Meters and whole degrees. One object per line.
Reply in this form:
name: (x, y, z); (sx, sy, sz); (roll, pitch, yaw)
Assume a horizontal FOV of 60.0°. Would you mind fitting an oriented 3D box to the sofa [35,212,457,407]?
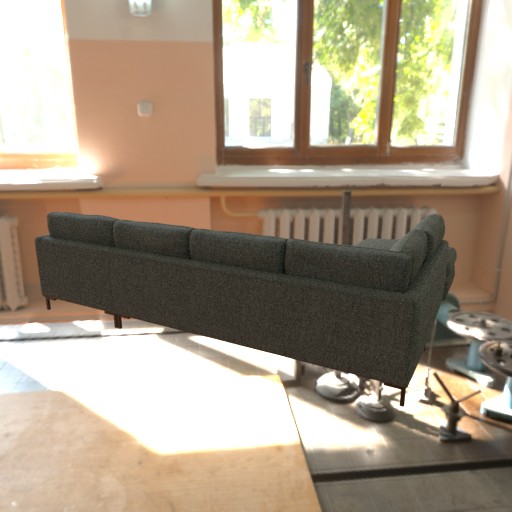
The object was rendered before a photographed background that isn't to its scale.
sofa: (0.000, 0.000, 3.456); (2.737, 0.756, 1.879); (8, 17, 28)
